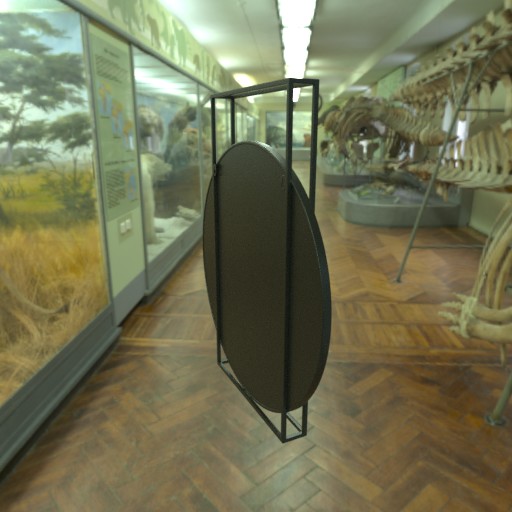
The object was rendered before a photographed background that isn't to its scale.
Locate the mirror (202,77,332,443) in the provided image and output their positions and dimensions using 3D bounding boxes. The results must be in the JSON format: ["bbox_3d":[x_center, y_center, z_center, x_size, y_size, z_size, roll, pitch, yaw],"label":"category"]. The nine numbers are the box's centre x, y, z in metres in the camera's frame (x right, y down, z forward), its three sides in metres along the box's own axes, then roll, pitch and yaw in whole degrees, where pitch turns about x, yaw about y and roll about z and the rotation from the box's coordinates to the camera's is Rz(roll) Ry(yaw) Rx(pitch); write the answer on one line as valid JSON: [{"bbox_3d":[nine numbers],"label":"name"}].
[{"bbox_3d":[0.000,0.000,0.848,0.051,0.603,0.508,-7,17,-25],"label":"mirror"}]
